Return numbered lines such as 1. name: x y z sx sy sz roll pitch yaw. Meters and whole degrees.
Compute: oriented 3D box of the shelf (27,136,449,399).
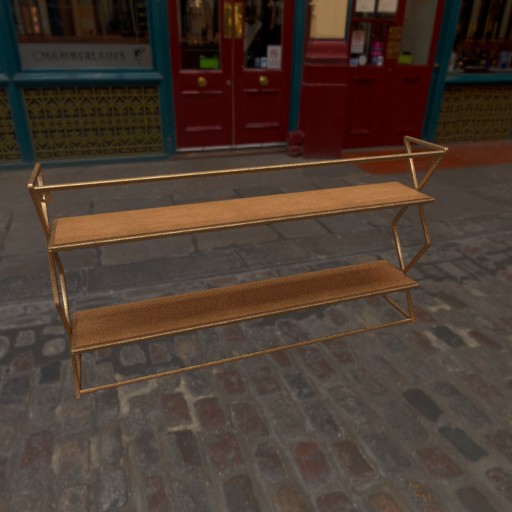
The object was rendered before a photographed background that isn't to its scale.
1. shelf: 0.000 0.000 0.987 0.822 0.450 0.150 -9 27 -17
